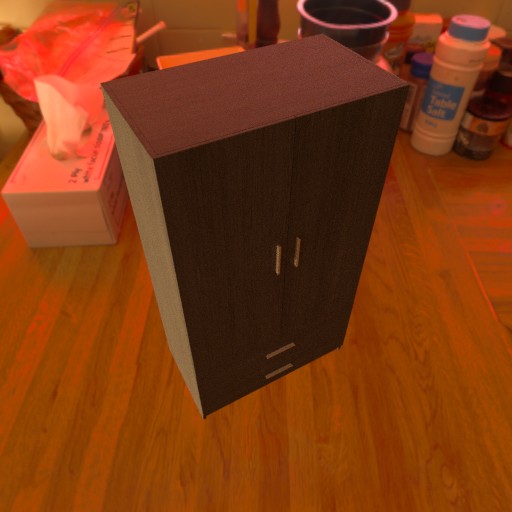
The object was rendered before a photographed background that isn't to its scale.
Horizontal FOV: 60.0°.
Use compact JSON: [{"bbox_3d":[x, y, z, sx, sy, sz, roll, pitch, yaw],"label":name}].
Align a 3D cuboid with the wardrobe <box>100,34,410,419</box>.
[{"bbox_3d":[0.000,0.000,2.268,0.991,1.808,0.577,-22,50,-20],"label":"wardrobe"}]
